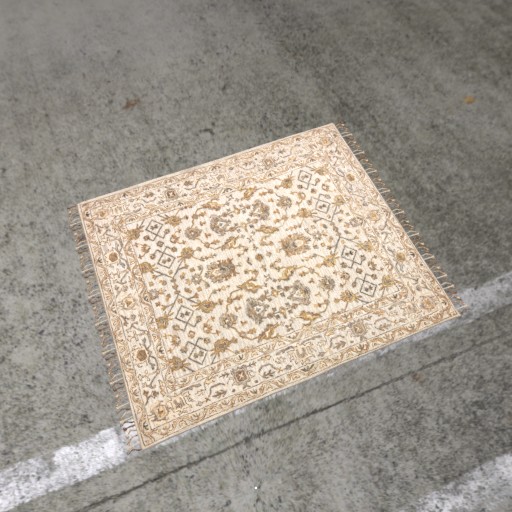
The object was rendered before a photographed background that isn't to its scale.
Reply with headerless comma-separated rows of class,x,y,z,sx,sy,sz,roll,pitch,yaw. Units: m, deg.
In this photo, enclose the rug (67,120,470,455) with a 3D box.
rug,0.000,0.000,4.096,3.061,0.034,2.426,-20,64,-10
